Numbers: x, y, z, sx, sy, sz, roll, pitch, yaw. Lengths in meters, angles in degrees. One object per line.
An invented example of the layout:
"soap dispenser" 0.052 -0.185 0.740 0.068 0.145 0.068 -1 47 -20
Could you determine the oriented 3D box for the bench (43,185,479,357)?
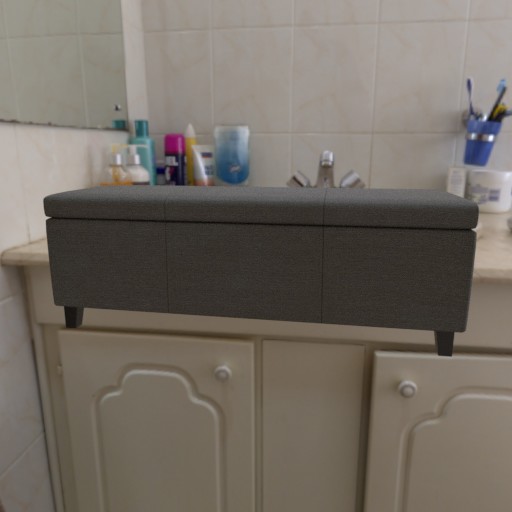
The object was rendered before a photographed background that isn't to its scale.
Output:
"bench" 0.000 0.000 1.489 1.269 0.438 0.446 2 13 10
